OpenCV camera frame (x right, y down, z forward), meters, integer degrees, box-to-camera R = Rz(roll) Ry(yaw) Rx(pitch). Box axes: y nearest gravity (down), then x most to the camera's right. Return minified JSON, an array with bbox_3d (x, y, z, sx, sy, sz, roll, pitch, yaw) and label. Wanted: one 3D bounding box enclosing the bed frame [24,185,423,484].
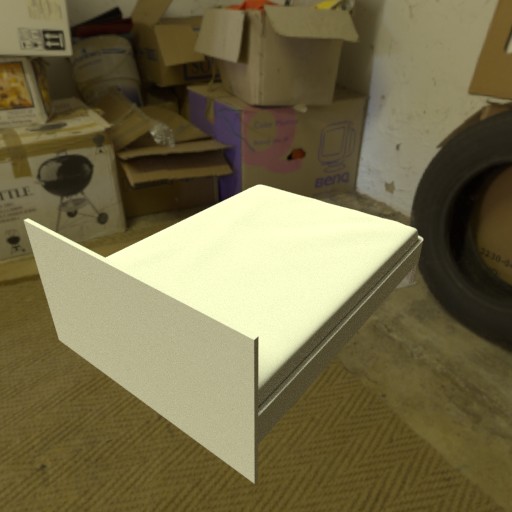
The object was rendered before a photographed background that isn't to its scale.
[{"bbox_3d":[0.000,0.000,2.737,1.490,0.800,1.950,21,37,32],"label":"bed frame"}]
